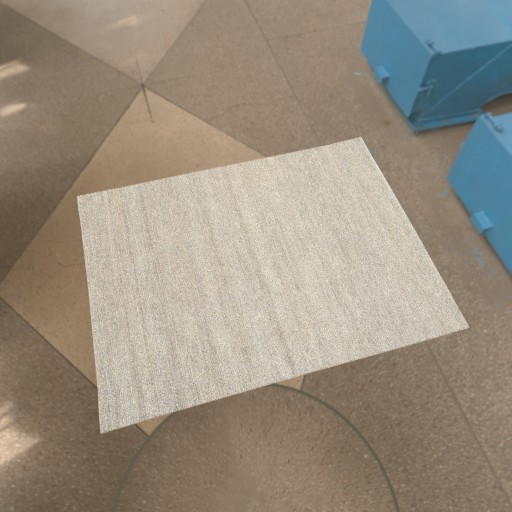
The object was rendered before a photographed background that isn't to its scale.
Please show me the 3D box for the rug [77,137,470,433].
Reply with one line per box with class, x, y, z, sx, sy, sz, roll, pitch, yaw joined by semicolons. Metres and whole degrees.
rug;0.000;0.000;4.800;3.626;0.051;2.757;-13;59;-8
